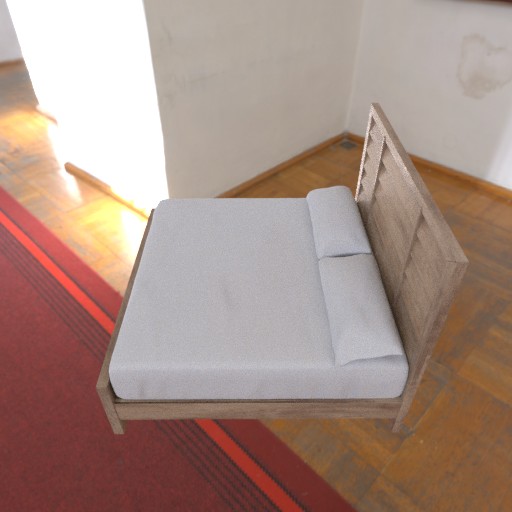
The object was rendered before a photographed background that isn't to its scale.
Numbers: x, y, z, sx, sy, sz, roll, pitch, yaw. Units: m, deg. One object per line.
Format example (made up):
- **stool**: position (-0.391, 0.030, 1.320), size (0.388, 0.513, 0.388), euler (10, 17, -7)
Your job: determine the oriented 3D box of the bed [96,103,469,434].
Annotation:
- **bed**: position (0.000, 0.000, 3.440), size (2.062, 1.626, 2.032), euler (0, 40, 0)
